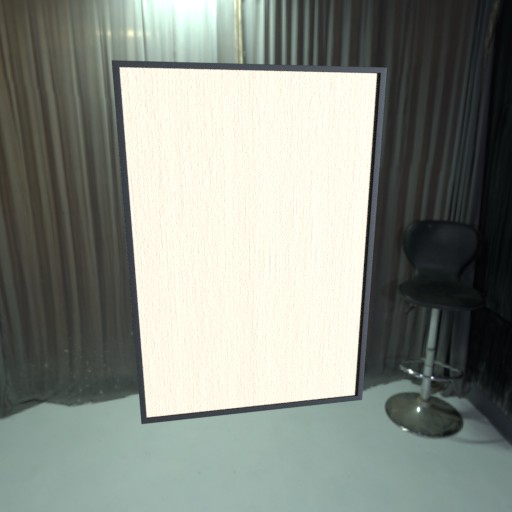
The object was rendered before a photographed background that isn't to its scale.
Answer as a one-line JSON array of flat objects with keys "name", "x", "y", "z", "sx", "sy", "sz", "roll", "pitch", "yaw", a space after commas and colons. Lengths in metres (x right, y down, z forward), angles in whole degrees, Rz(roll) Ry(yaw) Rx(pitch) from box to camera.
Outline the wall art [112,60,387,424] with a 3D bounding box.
[{"name": "wall art", "x": 0.000, "y": 0.000, "z": 0.821, "sx": 0.457, "sy": 0.657, "sz": 0.013, "roll": -3, "pitch": 16, "yaw": -10}]
